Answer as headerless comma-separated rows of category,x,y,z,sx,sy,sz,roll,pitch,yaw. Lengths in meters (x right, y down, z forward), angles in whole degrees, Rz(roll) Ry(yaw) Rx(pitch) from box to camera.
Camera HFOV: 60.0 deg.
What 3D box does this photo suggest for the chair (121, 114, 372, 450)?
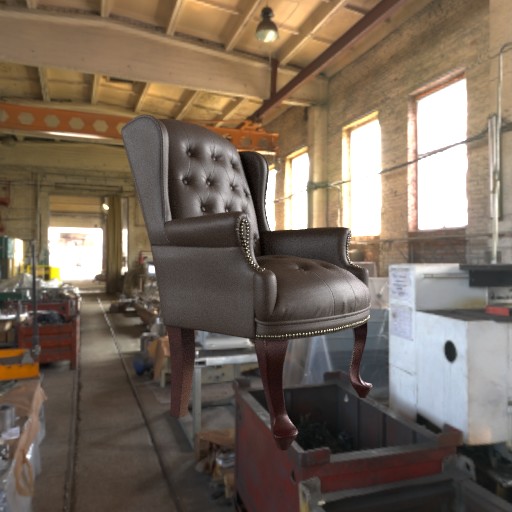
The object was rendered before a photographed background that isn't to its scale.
chair,0.000,0.000,1.722,0.819,1.132,0.829,0,-1,35
